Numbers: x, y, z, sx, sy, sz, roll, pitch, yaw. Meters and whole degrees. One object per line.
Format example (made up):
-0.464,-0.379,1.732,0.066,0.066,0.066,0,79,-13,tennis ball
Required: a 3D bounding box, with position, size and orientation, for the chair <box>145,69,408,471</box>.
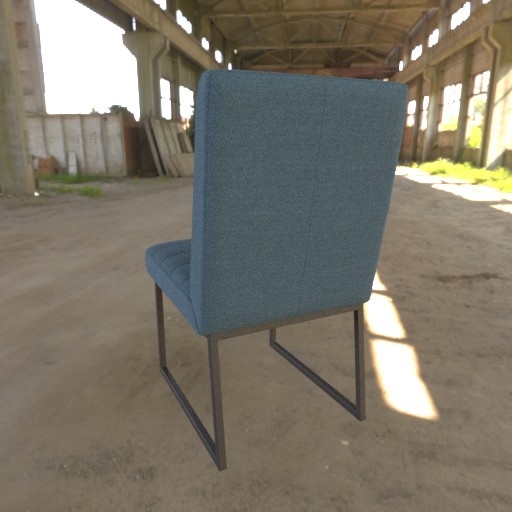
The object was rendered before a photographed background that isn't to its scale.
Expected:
0.000,0.000,1.301,0.520,0.930,0.634,-7,16,-26,chair
